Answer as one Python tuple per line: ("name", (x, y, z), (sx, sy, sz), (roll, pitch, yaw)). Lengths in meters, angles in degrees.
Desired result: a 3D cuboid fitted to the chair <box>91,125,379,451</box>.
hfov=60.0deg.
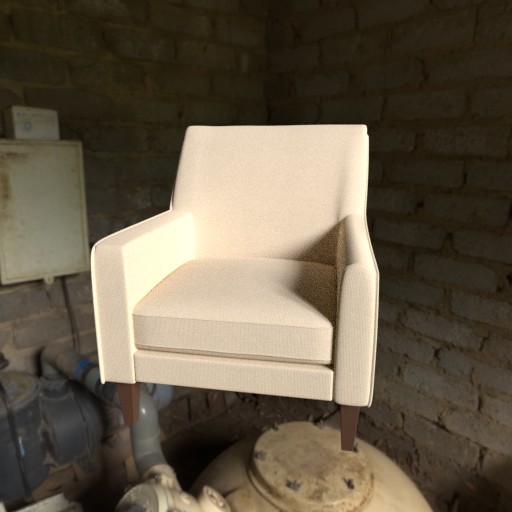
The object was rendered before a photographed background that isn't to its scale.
("chair", (0.000, 0.000, 1.581), (0.780, 0.919, 0.899), (3, 15, 10))
